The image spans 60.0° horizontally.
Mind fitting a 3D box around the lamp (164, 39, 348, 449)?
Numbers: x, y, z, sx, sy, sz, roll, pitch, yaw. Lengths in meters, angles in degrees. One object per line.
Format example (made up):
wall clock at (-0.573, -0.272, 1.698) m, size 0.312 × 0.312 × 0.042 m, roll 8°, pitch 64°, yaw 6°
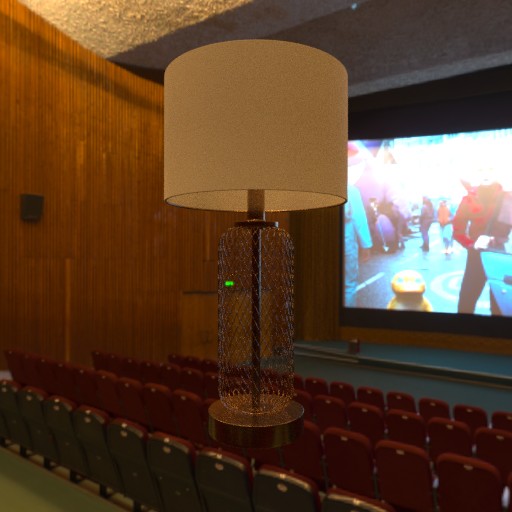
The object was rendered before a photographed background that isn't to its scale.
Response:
lamp at (0.000, 0.000, 0.620) m, size 0.252 × 0.483 × 0.252 m, roll 0°, pitch 0°, yaw 34°
